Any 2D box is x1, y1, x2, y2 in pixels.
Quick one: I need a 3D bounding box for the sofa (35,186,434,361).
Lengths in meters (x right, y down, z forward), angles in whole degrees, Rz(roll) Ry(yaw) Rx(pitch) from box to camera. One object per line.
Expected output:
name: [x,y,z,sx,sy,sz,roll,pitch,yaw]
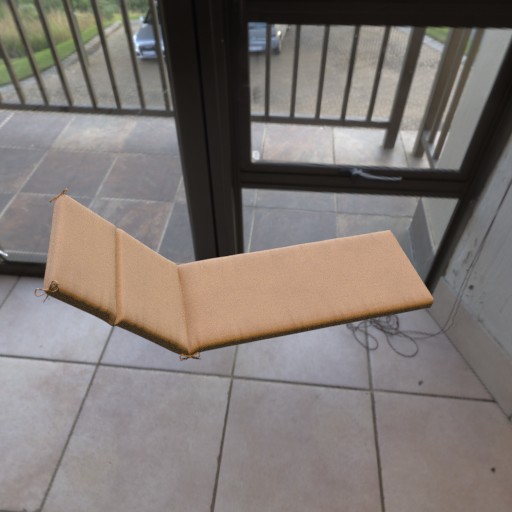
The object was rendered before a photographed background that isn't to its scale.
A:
sofa: [0.000,0.000,2.006,1.663,0.622,0.582,-9,47,-9]
